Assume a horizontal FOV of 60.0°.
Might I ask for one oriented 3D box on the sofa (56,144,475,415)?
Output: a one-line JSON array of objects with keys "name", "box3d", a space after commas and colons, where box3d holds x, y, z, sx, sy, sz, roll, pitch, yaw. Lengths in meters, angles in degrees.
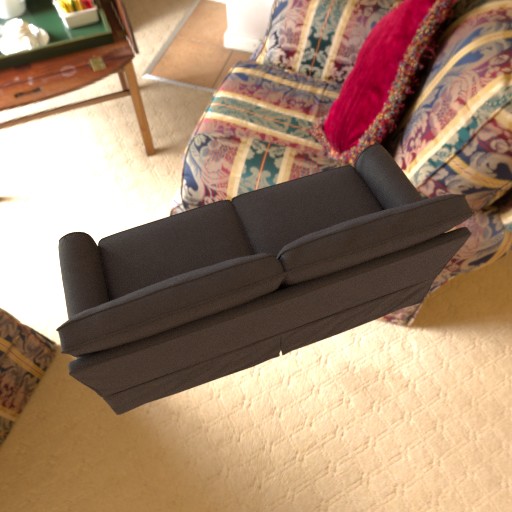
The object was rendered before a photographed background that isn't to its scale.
[{"name": "sofa", "box3d": [0.000, 0.000, 2.736, 2.256, 1.094, 0.983, -18, 61, -10]}]
